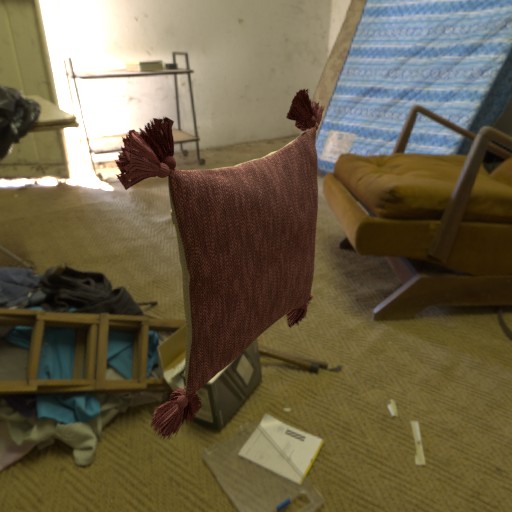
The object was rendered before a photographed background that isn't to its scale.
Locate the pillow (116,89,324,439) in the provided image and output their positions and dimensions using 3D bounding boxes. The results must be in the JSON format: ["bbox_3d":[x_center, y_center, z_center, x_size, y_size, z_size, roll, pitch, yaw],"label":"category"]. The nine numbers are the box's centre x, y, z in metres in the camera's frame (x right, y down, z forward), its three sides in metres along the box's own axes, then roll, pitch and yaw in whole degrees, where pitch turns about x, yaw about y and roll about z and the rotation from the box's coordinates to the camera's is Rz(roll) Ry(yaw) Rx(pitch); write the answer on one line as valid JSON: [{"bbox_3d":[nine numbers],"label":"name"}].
[{"bbox_3d":[0.000,0.000,0.978,0.138,0.659,0.641,18,32,32],"label":"pillow"}]
